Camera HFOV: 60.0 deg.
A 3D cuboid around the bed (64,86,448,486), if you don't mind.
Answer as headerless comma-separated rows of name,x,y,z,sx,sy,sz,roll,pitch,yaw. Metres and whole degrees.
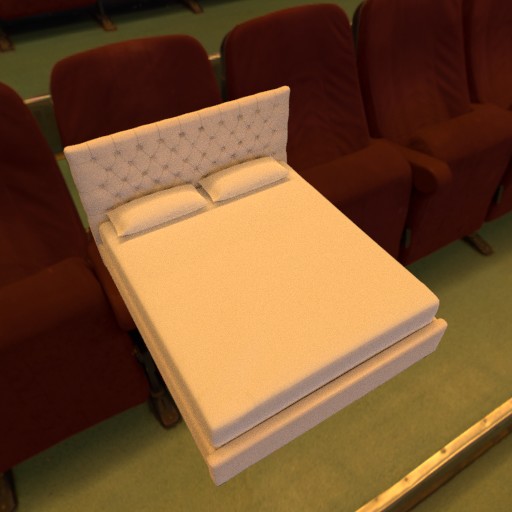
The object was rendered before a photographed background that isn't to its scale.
bed,0.000,0.000,3.568,2.078,1.427,2.387,-23,50,-21
